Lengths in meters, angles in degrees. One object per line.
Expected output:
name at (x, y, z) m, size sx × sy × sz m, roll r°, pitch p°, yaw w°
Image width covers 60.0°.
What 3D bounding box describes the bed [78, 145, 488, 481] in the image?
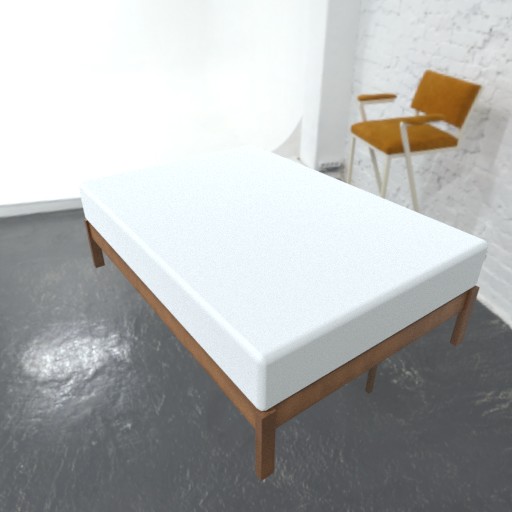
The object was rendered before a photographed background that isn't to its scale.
bed at (0.000, 0.000, 2.556) m, size 1.348 × 0.616 × 1.927 m, roll -20°, pitch 36°, yaw -30°
